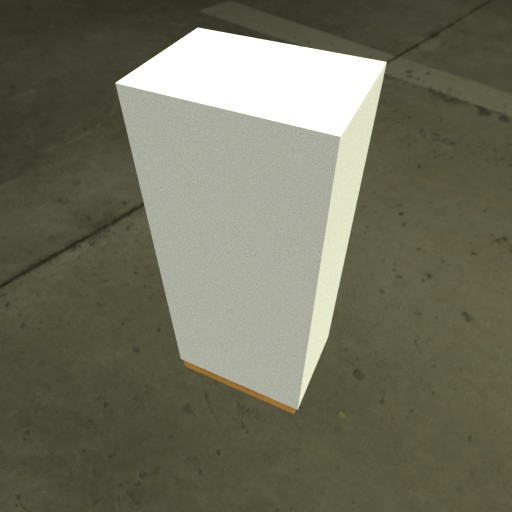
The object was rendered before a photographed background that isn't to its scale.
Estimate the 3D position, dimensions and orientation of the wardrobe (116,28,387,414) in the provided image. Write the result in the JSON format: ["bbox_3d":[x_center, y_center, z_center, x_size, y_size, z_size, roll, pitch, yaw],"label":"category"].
[{"bbox_3d":[0.000,0.000,2.431,0.860,2.040,0.600,19,49,17],"label":"wardrobe"}]
